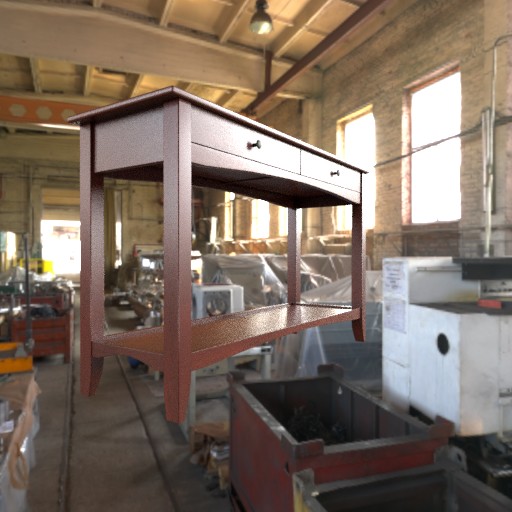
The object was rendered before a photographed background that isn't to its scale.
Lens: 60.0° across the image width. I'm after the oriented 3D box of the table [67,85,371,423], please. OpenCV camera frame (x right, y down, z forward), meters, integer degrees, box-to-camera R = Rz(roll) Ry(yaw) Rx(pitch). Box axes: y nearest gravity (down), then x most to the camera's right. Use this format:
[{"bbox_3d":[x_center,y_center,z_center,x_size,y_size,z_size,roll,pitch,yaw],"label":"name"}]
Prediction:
[{"bbox_3d":[0.000,0.000,1.548,0.392,0.739,1.188,0,0,35],"label":"table"}]
